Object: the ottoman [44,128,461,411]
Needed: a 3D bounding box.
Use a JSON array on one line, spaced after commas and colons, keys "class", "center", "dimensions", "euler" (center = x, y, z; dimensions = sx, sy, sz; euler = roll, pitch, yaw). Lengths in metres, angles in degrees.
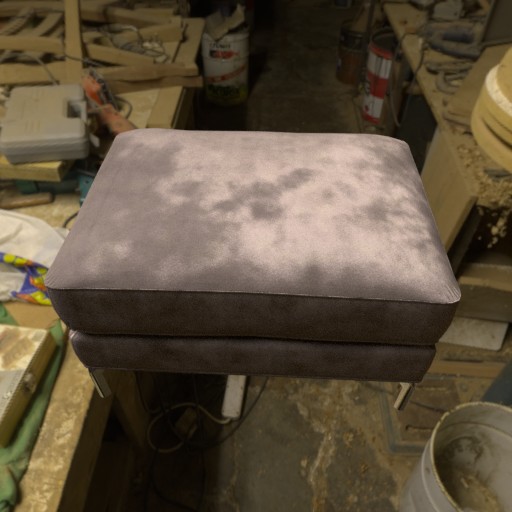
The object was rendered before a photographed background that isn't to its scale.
[{"class": "ottoman", "center": [0.000, 0.000, 1.029], "dimensions": [0.719, 0.456, 0.520], "euler": [2, 46, 2]}]
